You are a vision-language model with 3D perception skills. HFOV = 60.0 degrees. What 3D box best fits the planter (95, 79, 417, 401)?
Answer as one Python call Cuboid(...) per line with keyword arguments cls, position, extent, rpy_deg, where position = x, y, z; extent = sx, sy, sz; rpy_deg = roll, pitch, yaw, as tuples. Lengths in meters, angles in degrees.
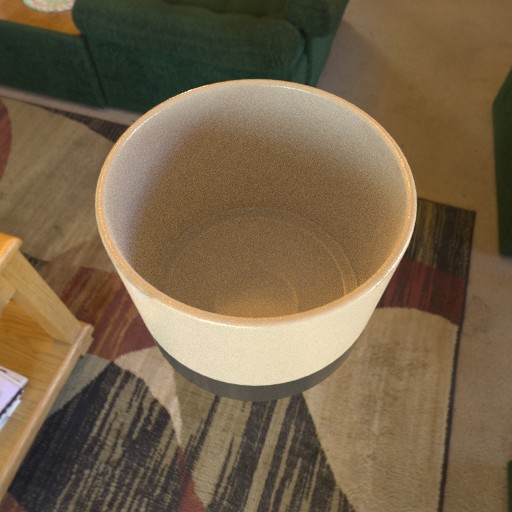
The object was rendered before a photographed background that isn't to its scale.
Cuboid(cls="planter", position=(0.000, 0.000, 0.344), extent=(0.193, 0.177, 0.193), rpy_deg=(0, 58, 0))
